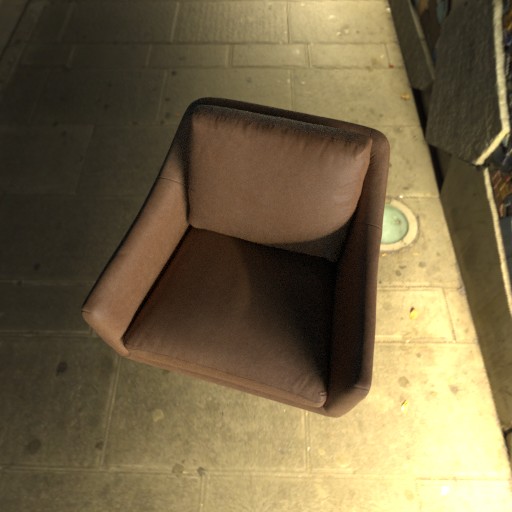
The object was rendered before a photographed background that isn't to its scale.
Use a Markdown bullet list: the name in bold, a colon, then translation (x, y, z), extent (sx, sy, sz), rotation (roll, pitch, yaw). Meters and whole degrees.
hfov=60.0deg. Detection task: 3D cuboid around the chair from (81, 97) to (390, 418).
- **chair**: translation (0.000, 0.000, 1.770), extent (0.988, 0.895, 0.963), rotation (14, 60, 8)
